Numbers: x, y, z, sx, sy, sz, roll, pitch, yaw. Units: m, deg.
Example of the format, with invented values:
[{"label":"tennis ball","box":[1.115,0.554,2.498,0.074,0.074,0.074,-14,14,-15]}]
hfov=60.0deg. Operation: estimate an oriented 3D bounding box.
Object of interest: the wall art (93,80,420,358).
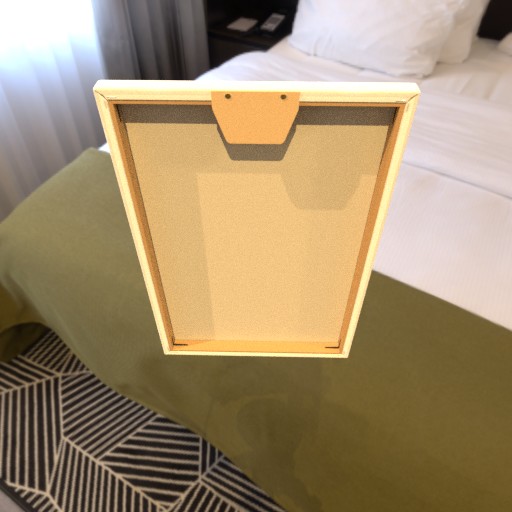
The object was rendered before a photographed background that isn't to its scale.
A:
[{"label":"wall art","box":[0.000,0.000,1.144,0.602,0.902,0.048,1,46,1]}]
